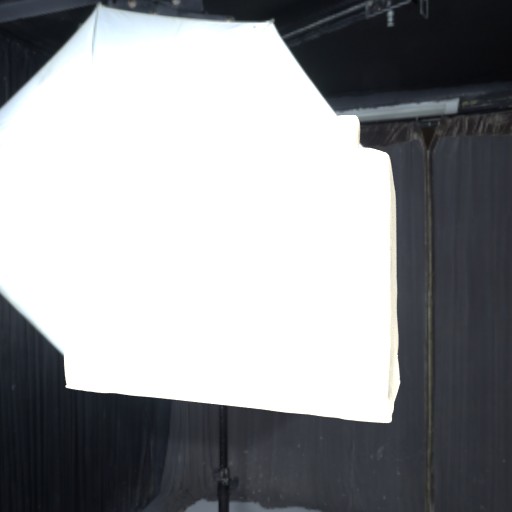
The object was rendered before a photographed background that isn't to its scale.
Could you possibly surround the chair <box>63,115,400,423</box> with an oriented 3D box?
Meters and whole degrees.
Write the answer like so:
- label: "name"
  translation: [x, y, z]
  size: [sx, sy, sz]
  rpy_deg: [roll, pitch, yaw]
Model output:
- label: "chair"
  translation: [0.000, 0.000, 1.716]
  size: [1.057, 0.867, 0.949]
  rpy_deg: [0, -1, 19]
